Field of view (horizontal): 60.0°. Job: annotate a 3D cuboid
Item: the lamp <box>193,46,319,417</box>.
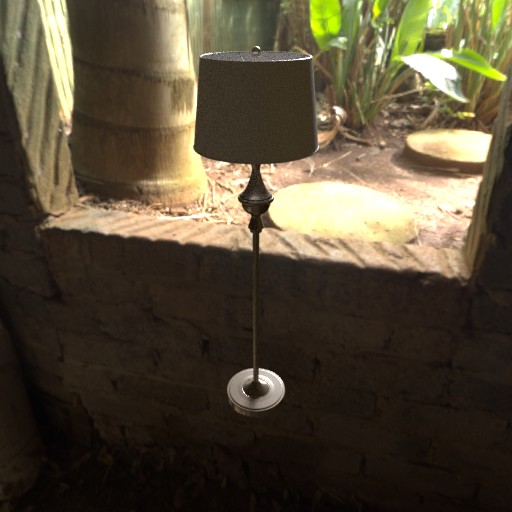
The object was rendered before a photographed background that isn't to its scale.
[{"bbox_3d":[0.000,0.000,1.737,0.431,1.488,0.431,0,29,0],"label":"lamp"}]
